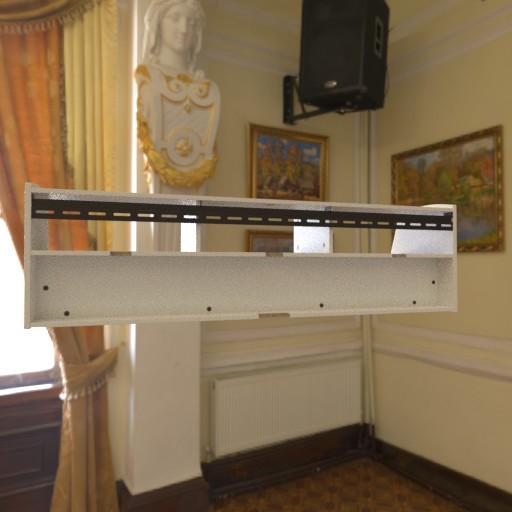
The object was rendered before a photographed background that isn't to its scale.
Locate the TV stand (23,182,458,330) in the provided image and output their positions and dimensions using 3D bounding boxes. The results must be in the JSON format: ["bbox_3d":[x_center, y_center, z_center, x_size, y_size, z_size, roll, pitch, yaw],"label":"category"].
[{"bbox_3d":[0.000,0.000,1.638,1.473,0.424,0.397,0,-1,-18],"label":"TV stand"}]
